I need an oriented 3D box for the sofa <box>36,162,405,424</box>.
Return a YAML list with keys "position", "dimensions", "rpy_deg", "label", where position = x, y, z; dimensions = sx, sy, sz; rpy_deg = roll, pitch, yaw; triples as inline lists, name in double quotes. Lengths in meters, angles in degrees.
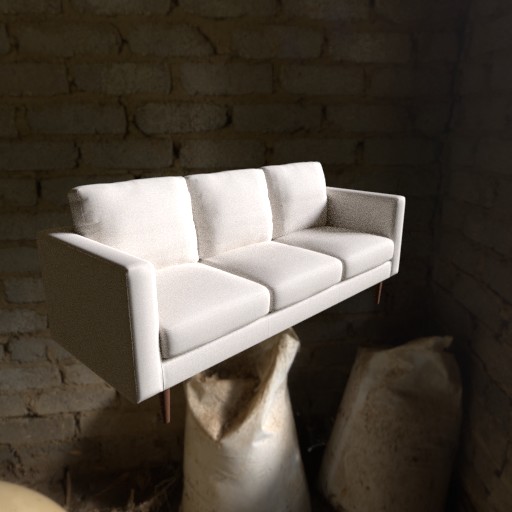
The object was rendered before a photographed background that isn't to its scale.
- position: [0.000, 0.000, 2.476]
  dimensions: [0.802, 0.912, 2.029]
  rpy_deg: [16, 23, 42]
  label: "sofa"
